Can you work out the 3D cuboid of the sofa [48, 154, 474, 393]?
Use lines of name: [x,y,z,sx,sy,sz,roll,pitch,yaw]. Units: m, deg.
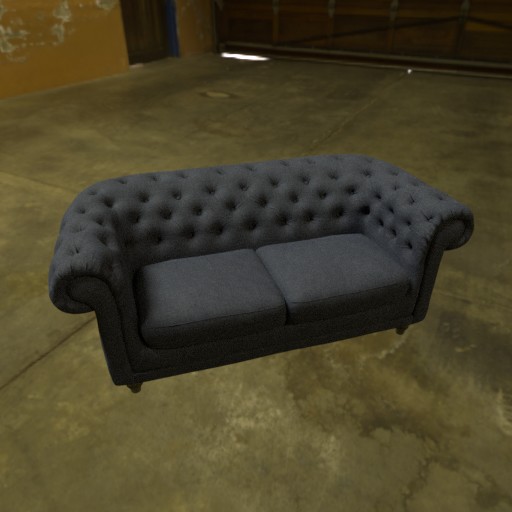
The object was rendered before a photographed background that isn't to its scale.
sofa: [0.000,0.000,2.503,1.988,0.833,1.082,-9,33,-14]
